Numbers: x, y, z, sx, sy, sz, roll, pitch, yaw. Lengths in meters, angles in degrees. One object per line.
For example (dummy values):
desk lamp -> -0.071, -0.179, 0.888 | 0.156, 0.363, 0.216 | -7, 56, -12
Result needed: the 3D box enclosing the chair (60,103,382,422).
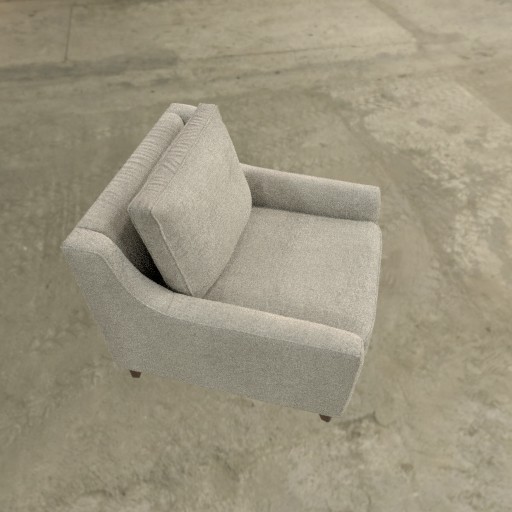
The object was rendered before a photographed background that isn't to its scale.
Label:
chair -> 0.000, 0.000, 1.656 | 0.918, 0.864, 0.838 | 11, 48, 10
